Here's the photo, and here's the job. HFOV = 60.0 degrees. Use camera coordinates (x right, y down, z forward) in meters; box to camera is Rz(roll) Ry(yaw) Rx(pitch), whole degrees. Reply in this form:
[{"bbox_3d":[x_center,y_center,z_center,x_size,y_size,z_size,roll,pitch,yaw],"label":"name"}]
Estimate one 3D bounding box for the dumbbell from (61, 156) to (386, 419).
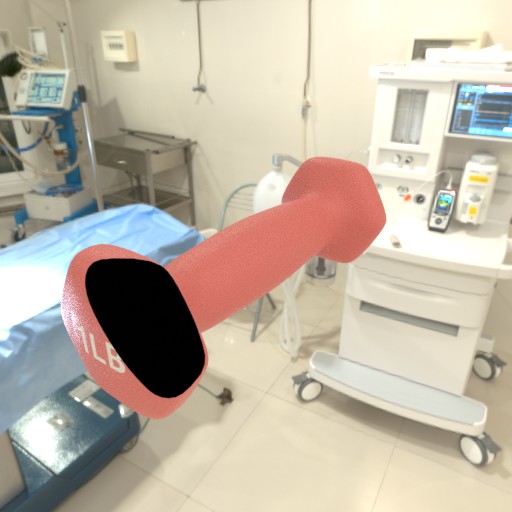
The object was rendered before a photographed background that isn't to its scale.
[{"bbox_3d":[0.000,0.000,0.148,0.047,0.043,0.123,19,32,32],"label":"dumbbell"}]
